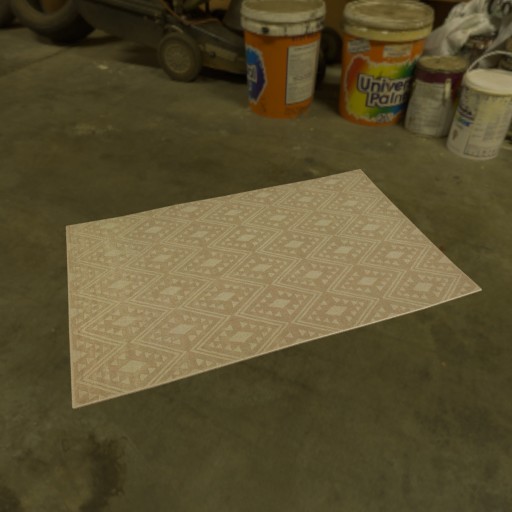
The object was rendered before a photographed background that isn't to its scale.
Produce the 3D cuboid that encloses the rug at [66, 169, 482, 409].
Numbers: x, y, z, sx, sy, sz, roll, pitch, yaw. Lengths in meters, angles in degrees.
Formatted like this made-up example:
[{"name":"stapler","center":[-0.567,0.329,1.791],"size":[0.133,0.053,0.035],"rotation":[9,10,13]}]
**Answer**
[{"name":"rug","center":[0.000,0.000,3.007],"size":[2.430,0.053,1.553],"rotation":[-13,43,-14]}]
